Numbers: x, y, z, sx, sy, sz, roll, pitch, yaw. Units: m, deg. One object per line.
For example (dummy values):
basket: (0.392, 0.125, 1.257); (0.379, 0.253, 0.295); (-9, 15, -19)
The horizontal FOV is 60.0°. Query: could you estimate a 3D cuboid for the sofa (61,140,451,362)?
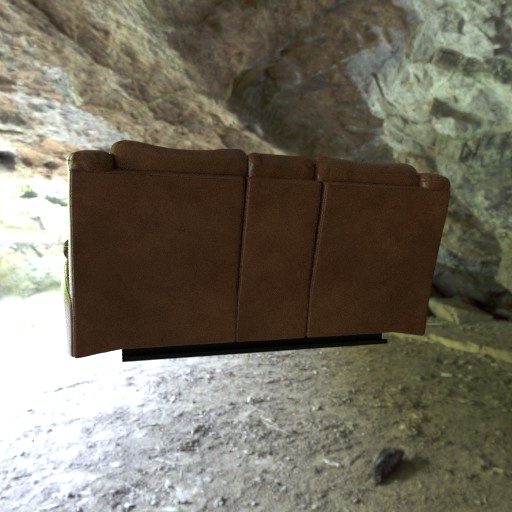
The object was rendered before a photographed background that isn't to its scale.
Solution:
sofa: (0.000, 0.000, 2.577); (2.058, 1.043, 0.991); (0, 0, -18)
